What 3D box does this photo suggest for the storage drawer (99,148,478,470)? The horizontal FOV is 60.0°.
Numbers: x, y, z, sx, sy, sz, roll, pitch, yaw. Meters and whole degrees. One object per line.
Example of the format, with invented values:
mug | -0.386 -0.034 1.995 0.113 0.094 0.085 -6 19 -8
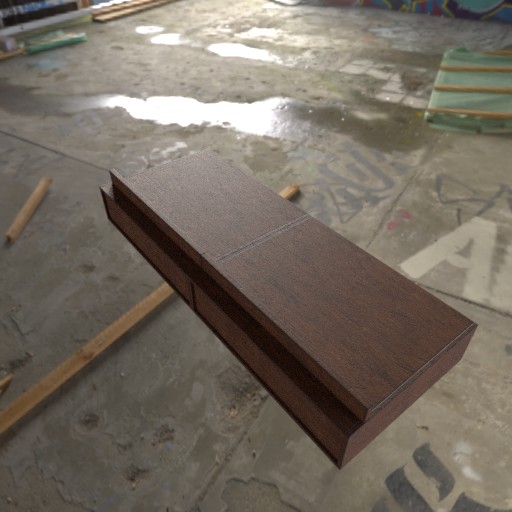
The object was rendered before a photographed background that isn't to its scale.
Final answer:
storage drawer | 0.000 0.000 2.211 0.774 0.339 1.914 -27 47 -28
